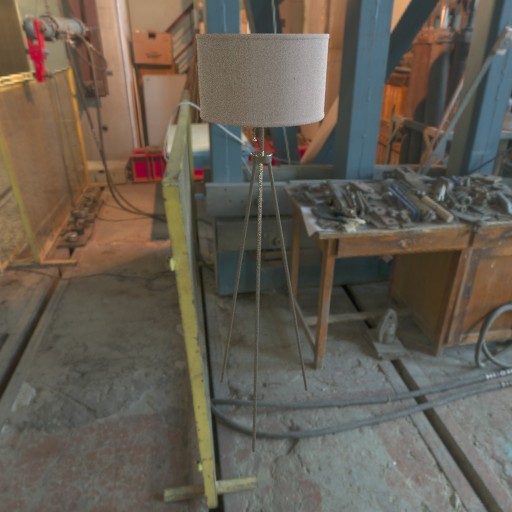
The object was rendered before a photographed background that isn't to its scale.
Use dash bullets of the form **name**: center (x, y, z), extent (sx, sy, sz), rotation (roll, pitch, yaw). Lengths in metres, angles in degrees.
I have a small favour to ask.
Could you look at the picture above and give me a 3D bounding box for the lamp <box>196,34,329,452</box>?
- **lamp**: center (0.000, 0.000, 1.724), extent (0.460, 1.545, 0.449), rotation (18, 32, 32)
